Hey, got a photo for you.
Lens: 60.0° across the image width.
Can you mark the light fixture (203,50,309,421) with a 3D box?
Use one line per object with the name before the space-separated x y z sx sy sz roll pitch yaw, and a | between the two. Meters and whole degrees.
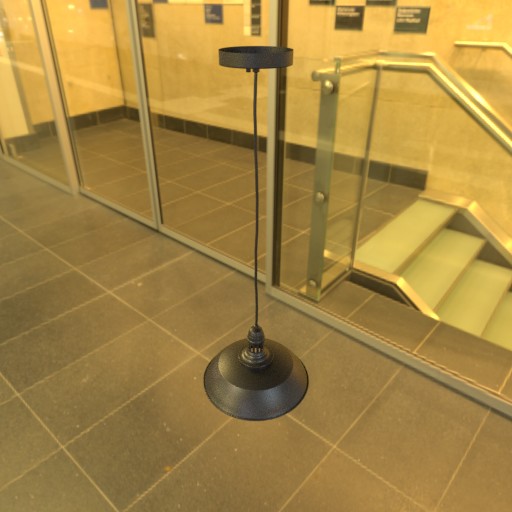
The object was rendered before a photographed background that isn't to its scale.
light fixture | 0.000 0.000 1.171 0.331 0.993 0.331 12 32 19
